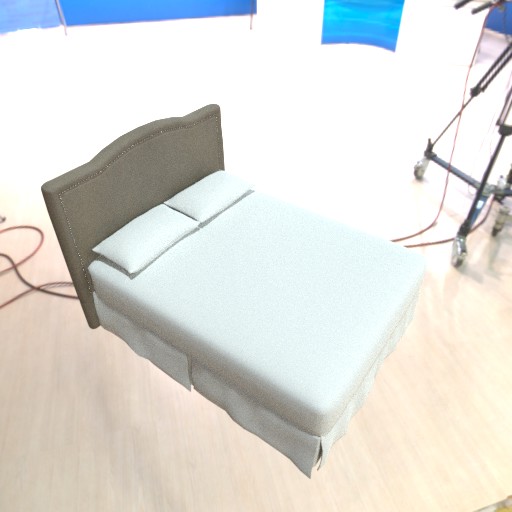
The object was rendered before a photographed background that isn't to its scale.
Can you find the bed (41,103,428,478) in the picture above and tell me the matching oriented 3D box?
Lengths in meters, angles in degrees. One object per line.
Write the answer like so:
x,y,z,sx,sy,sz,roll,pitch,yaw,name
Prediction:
0.000,0.000,3.214,2.128,1.441,1.744,25,47,27,bed
